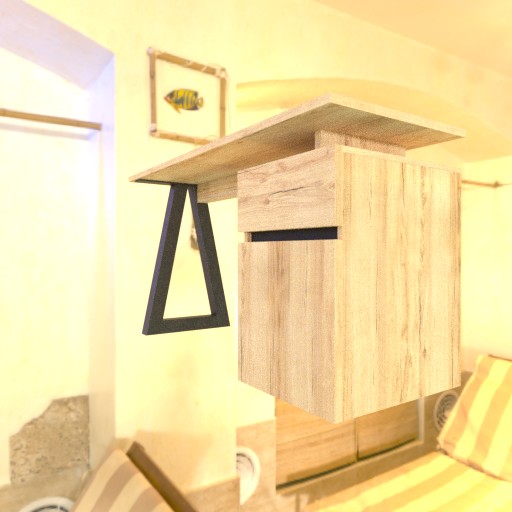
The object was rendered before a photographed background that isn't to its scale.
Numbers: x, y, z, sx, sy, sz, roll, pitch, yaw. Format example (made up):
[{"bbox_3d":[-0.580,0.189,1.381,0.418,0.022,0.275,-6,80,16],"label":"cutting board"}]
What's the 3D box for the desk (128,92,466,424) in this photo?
[{"bbox_3d":[0.000,0.000,1.741,0.550,0.760,1.400,0,1,-34],"label":"desk"}]
